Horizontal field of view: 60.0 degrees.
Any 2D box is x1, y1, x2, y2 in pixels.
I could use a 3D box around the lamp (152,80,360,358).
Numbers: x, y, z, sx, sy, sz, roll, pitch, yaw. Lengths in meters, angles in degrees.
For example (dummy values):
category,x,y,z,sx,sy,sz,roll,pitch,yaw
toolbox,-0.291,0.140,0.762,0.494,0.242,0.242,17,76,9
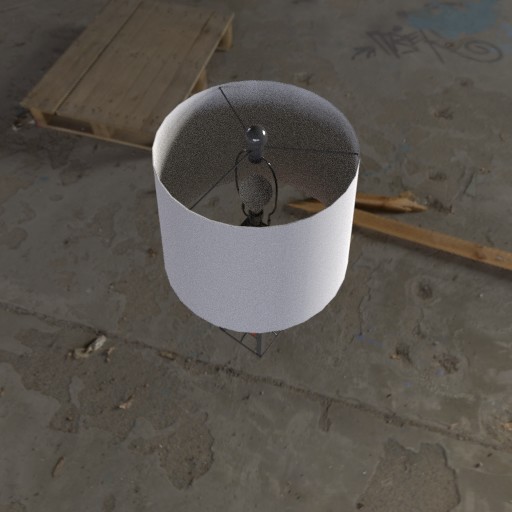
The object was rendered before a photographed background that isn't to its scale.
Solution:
category,x,y,z,sx,sy,sz,roll,pitch,yaw
lamp,0.000,0.000,0.797,0.320,0.591,0.320,0,57,0
